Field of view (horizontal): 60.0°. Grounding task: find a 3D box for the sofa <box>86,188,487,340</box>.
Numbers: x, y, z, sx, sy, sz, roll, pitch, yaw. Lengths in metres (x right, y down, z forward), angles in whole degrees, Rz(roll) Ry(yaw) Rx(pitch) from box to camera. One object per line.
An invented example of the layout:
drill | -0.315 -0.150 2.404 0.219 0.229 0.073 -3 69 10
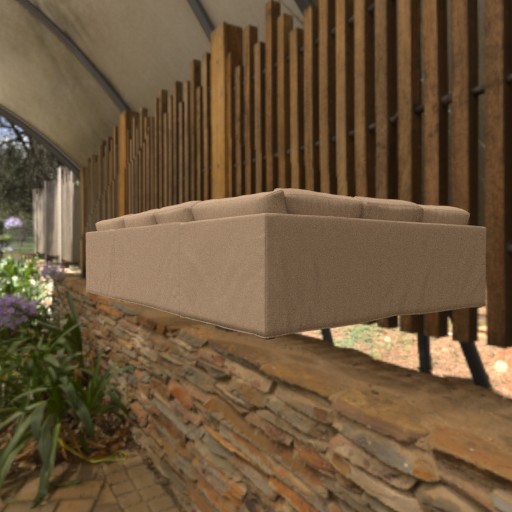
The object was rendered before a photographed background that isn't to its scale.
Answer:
sofa | 0.000 0.000 4.499 2.427 0.882 3.460 -1 1 -36
